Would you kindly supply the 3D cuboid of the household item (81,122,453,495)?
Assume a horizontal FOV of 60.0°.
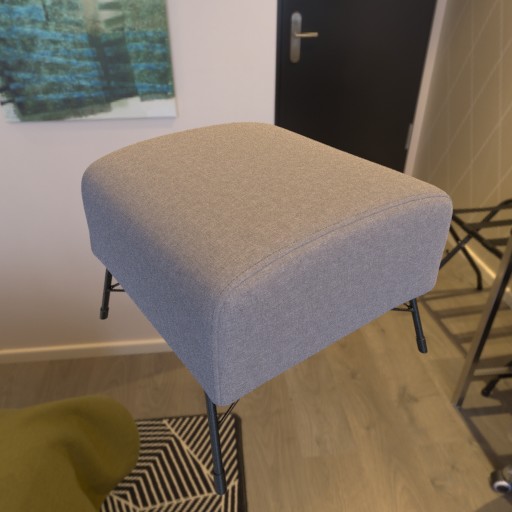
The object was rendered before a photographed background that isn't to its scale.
[{"bbox_3d":[0.000,0.000,0.884,0.530,0.410,0.530,-22,38,-30],"label":"household item"}]
